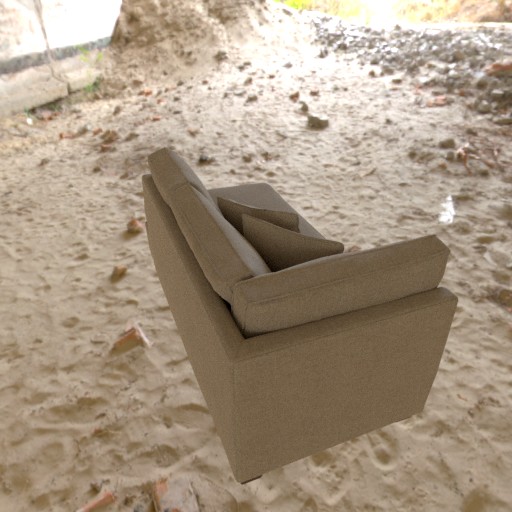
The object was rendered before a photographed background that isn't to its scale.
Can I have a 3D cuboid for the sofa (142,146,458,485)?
[{"bbox_3d":[0.000,0.000,2.803,1.110,1.019,2.238,-12,34,-18],"label":"sofa"}]
